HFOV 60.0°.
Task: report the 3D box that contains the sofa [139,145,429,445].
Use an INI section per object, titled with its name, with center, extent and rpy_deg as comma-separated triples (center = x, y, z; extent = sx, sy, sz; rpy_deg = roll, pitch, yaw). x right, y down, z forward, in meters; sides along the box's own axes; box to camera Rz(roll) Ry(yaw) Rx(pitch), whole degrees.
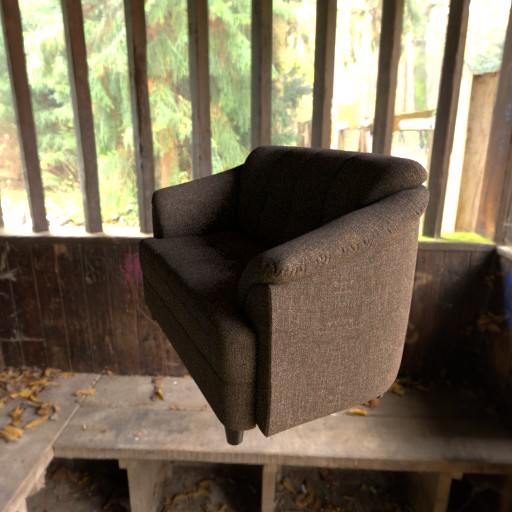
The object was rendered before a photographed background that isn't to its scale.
[sofa]
center = 0.000, 0.000, 1.927
extent = 0.799, 0.895, 1.404
rpy_deg = -8, 18, -25
